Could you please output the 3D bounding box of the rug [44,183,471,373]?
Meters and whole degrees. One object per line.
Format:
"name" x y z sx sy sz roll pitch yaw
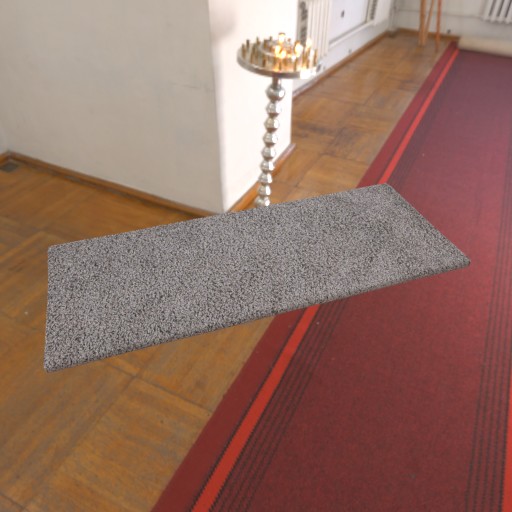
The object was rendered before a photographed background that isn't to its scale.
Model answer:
"rug" 0.000 0.000 1.713 1.524 0.030 0.609 -12 42 -14
